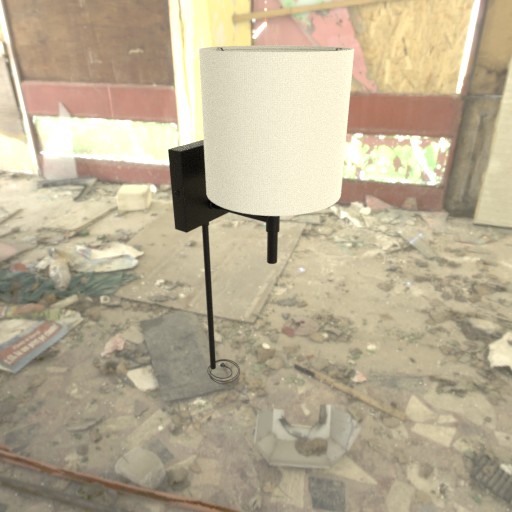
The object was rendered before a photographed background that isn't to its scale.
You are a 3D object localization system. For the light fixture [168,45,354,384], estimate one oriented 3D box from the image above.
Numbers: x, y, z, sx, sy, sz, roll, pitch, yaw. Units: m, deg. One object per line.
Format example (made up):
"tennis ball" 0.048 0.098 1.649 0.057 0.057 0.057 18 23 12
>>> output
"light fixture" 0.000 0.000 0.692 0.248 0.589 0.188 18 32 31
